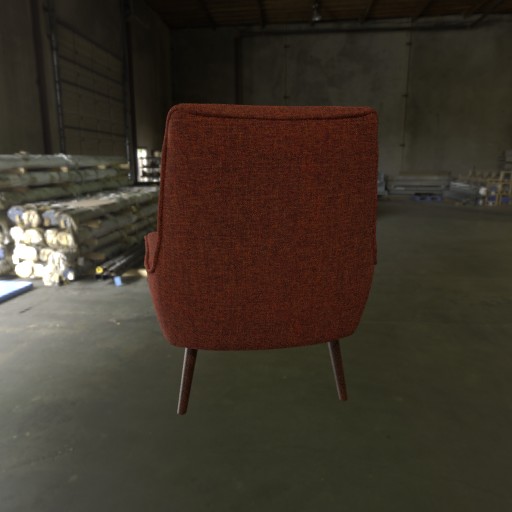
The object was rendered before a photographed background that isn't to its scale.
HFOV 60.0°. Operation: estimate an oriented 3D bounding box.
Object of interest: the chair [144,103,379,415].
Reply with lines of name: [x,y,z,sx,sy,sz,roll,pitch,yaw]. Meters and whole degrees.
chair: [0.000,0.000,1.514,0.803,0.911,0.784,-2,13,-9]
